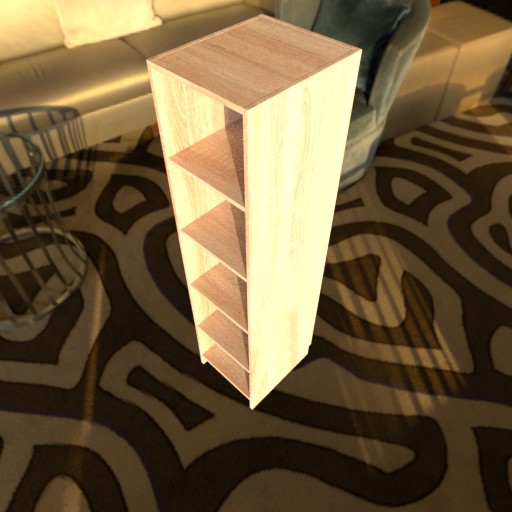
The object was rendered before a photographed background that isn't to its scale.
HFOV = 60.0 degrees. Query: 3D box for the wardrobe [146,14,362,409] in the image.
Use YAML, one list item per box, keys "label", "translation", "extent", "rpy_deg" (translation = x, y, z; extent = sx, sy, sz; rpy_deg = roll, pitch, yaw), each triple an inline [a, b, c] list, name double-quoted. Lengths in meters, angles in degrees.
- label: "wardrobe"
  translation: [0.000, 0.000, 2.347]
  extent: [0.496, 2.117, 0.588]
  rpy_deg: [35, 57, 28]
